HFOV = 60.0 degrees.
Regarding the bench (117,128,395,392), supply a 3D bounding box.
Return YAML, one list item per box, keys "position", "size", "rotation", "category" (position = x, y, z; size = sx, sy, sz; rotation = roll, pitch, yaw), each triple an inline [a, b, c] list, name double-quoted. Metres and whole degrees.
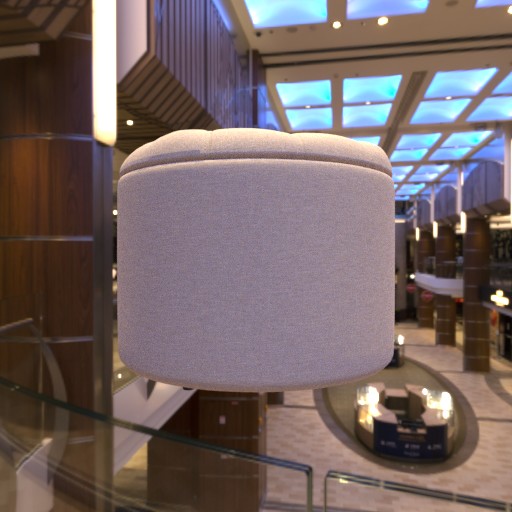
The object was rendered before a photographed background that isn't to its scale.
- position: [0.000, 0.000, 1.004]
  size: [0.600, 0.454, 0.600]
  rotation: [0, 0, 0]
  category: "bench"
